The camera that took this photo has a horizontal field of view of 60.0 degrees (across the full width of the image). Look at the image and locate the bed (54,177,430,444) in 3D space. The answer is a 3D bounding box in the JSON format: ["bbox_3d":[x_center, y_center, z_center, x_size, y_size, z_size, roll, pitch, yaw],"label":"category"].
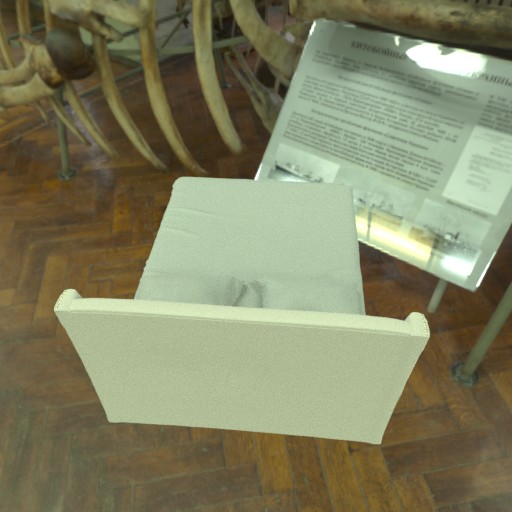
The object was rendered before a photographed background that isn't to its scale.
[{"bbox_3d":[0.000,0.000,3.454,1.925,1.332,2.276,4,45,4],"label":"bed"}]
